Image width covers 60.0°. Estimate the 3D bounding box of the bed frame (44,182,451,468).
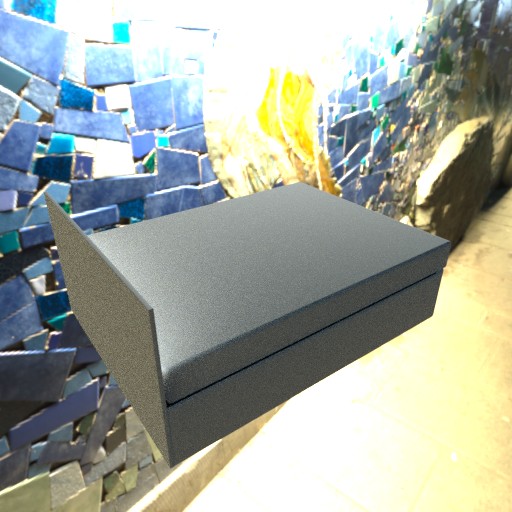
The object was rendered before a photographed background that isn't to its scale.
[{"bbox_3d":[0.000,0.000,2.644,1.900,0.800,1.400,-19,34,-31],"label":"bed frame"}]
